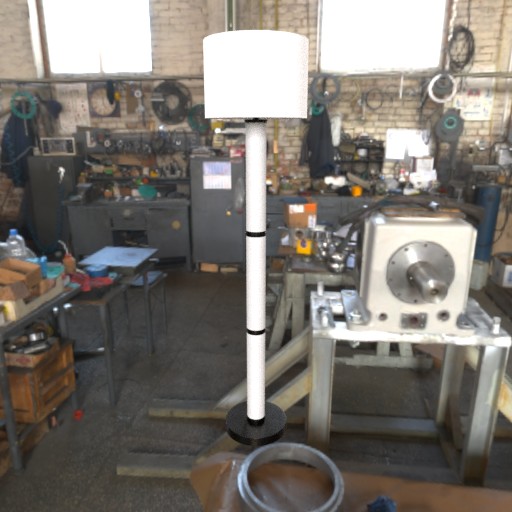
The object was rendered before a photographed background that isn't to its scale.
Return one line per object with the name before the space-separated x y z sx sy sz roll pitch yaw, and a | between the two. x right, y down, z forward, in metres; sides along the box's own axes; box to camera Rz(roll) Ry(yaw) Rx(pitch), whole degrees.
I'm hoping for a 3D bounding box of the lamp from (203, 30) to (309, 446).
lamp | 0.000 0.000 1.794 0.377 1.599 0.377 -8 18 -25
